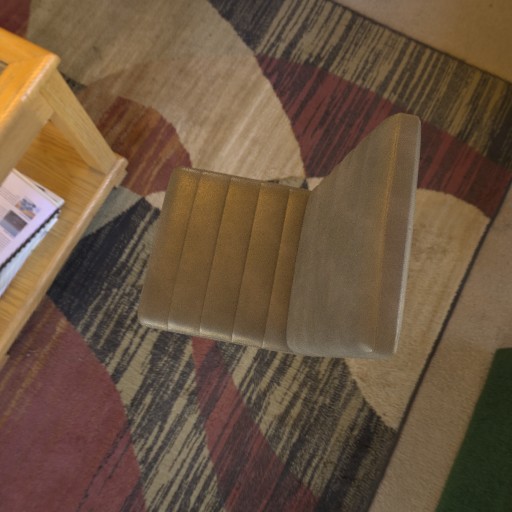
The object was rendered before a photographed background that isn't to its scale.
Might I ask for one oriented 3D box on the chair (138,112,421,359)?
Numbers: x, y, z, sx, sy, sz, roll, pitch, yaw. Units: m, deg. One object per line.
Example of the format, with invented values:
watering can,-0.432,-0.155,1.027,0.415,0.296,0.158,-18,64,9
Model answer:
chair,0.000,0.000,1.316,0.634,0.930,0.520,10,77,2
